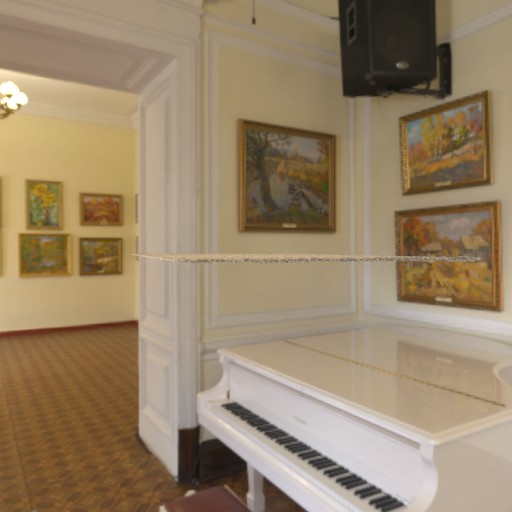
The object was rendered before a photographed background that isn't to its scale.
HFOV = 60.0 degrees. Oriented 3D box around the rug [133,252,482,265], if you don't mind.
[{"bbox_3d":[0.000,0.000,3.072,1.495,0.035,2.472,0,1,-19],"label":"rug"}]
